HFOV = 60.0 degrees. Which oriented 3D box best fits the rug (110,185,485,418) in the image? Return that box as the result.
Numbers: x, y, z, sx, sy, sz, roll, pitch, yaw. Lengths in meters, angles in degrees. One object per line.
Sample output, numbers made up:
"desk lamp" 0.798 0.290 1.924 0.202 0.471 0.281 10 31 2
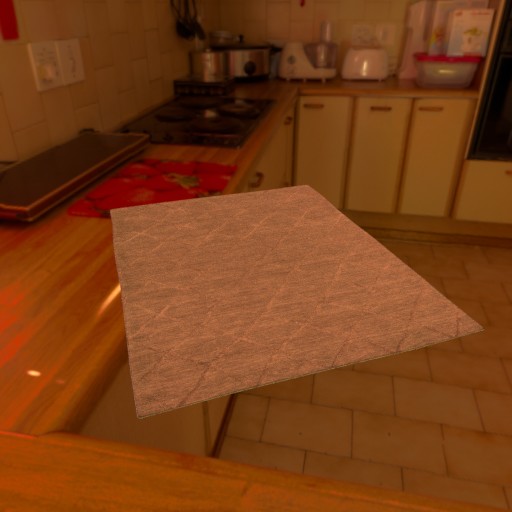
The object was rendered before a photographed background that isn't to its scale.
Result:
"rug" 0.000 0.000 4.052 2.438 0.013 3.048 -10 31 -16
